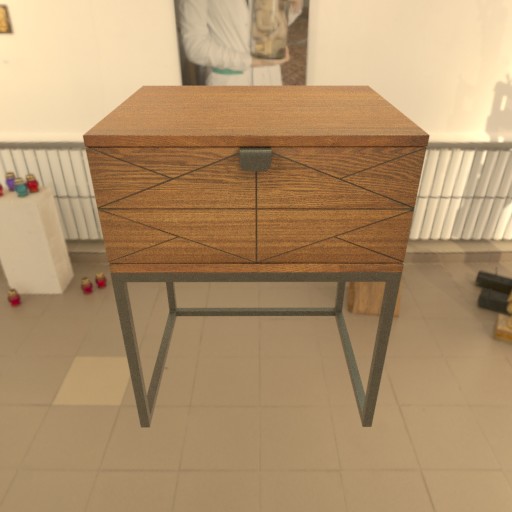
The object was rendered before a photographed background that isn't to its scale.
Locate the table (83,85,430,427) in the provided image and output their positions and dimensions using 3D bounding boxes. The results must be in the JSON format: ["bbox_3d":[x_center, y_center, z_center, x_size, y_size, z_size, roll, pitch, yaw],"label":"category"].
[{"bbox_3d":[0.000,0.000,0.930,0.482,0.610,0.400,0,31,0],"label":"table"}]
